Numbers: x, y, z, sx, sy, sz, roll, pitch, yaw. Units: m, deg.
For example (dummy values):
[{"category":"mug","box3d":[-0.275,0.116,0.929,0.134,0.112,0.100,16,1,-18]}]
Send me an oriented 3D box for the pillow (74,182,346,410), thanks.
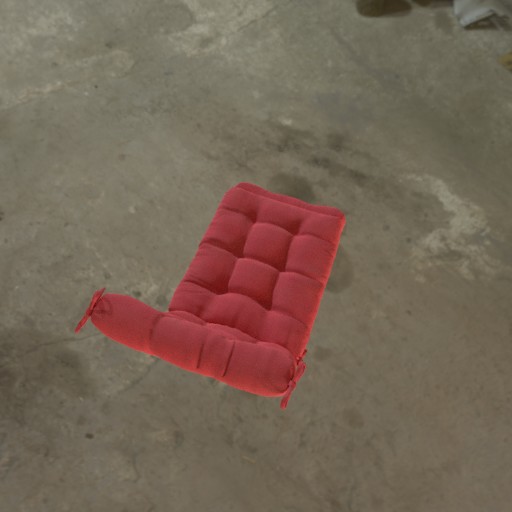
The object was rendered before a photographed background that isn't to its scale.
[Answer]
[{"category":"pillow","box3d":[0.000,0.000,1.506,0.526,0.863,1.016,18,64,9]}]
